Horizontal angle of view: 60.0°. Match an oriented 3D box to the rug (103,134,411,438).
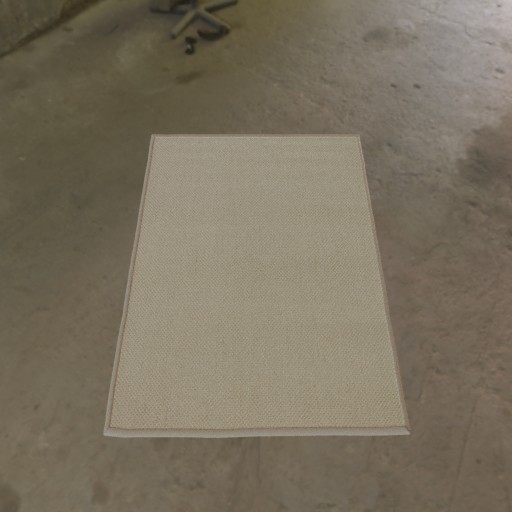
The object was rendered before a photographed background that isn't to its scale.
[{"bbox_3d":[0.000,0.000,2.715,1.525,0.020,2.081,0,59,0],"label":"rug"}]
